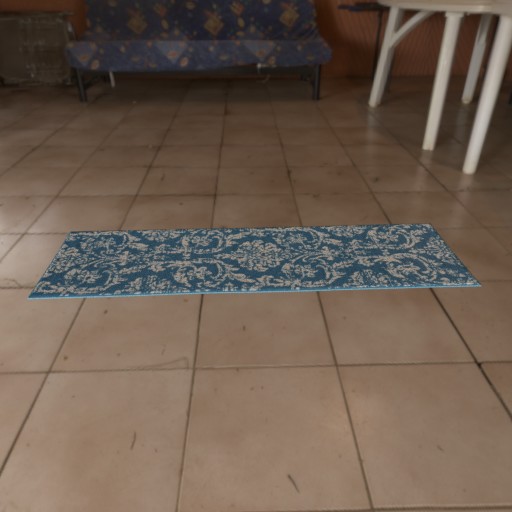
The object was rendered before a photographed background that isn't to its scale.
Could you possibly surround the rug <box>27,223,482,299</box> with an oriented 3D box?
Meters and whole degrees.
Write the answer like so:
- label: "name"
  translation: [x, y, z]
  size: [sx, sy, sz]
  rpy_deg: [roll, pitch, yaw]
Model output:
- label: "rug"
  translation: [0.000, 0.000, 2.418]
  size: [2.196, 0.011, 0.662]
  rpy_deg: [-1, 32, -2]
